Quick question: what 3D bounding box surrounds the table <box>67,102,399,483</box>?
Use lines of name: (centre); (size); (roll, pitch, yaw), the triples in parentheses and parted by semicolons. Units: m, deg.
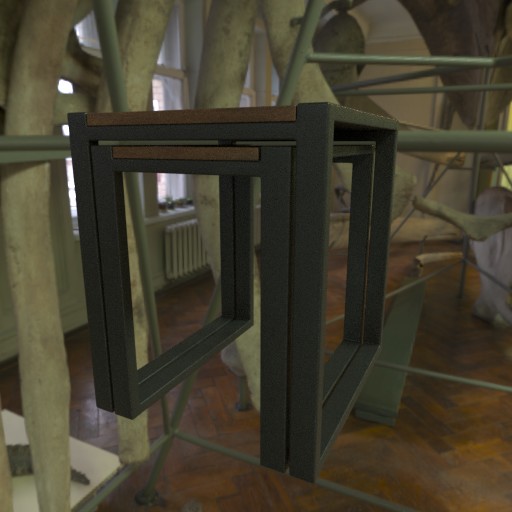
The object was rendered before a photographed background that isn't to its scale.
table: (0.000, 0.000, 0.916); (0.449, 0.550, 0.500); (7, 16, 26)
